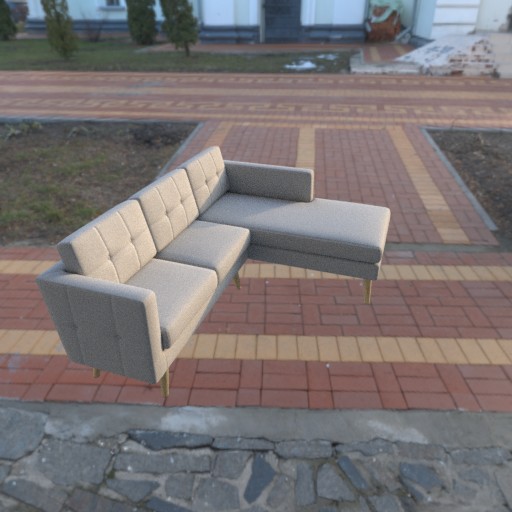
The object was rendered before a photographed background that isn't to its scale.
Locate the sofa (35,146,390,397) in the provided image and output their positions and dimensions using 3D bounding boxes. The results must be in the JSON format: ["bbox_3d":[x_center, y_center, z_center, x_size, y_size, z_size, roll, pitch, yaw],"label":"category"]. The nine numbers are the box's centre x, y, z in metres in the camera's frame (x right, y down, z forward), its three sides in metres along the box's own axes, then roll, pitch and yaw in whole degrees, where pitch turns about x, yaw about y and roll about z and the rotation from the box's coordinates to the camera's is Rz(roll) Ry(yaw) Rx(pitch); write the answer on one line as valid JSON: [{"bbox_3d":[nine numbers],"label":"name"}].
[{"bbox_3d":[0.000,0.000,2.841,1.530,0.860,2.040,10,31,17],"label":"sofa"}]
